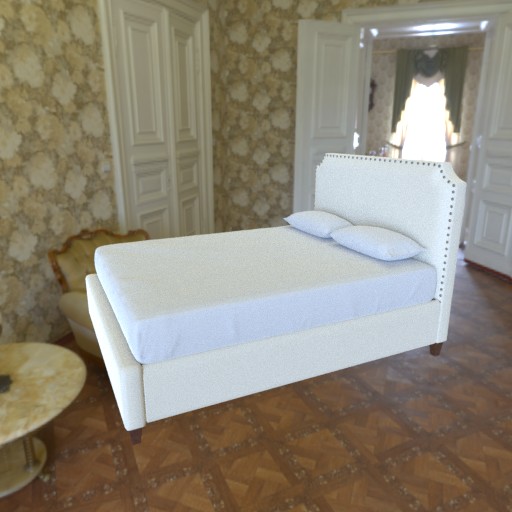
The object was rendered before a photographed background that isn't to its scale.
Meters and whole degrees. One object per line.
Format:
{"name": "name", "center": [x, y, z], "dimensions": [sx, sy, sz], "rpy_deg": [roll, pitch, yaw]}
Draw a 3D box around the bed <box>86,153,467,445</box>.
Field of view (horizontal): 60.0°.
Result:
{"name": "bed", "center": [0.000, 0.000, 3.364], "dimensions": [2.329, 1.415, 1.703], "rpy_deg": [-8, 18, -25]}
